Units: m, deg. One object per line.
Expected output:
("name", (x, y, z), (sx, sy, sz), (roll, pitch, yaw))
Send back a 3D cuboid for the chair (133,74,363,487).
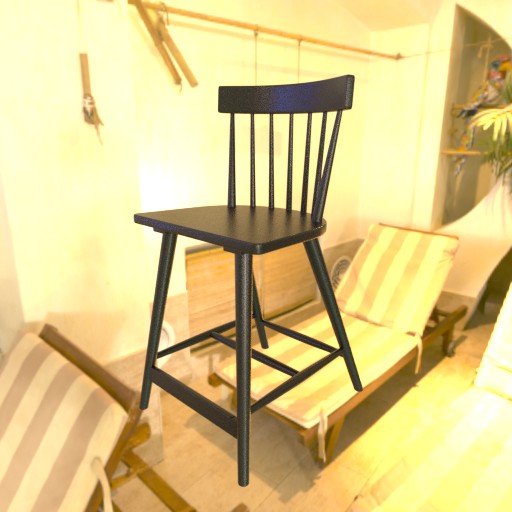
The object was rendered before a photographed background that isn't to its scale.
("chair", (0.000, 0.000, 1.276), (0.483, 0.952, 0.572), (15, 22, 42))
